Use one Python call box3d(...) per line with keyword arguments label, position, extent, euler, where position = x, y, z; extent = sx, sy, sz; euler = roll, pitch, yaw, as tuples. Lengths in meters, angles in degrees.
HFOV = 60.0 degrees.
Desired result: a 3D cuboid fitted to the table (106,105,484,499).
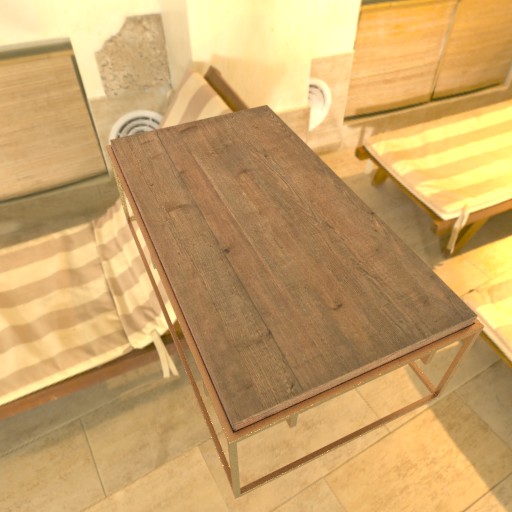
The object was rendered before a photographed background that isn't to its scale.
box3d(label="table", position=(0.000, 0.000, 1.712), extent=(0.775, 0.468, 1.387), euler=(-18, 49, -17))
